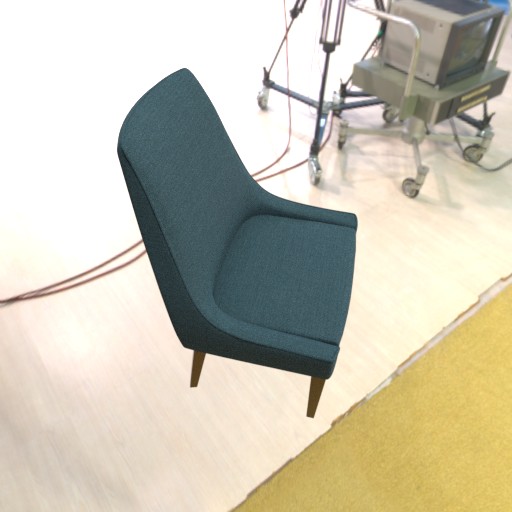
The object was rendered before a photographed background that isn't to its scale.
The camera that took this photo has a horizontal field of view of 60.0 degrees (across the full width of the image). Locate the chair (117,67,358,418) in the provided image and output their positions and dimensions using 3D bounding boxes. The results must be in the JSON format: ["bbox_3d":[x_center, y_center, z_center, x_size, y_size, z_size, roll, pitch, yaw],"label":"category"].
[{"bbox_3d":[0.000,0.000,1.224,0.544,0.861,0.529,11,48,10],"label":"chair"}]
